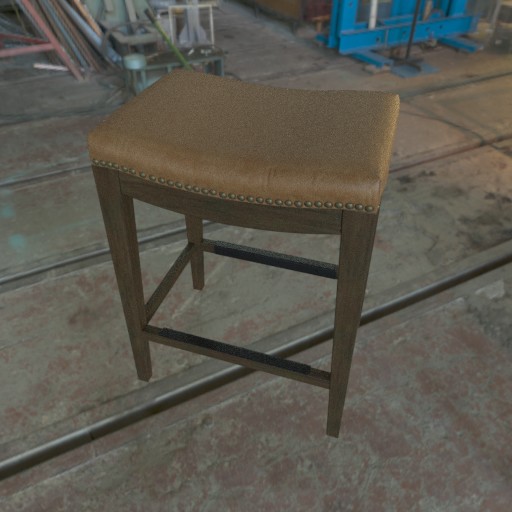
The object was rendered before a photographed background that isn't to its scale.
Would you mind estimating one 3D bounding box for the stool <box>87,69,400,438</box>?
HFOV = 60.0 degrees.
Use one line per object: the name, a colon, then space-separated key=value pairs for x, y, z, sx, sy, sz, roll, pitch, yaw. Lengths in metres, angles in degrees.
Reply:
stool: x=0.000 y=0.000 z=0.967 sx=0.500 sy=0.660 sz=0.361 roll=12 pitch=42 yaw=13
